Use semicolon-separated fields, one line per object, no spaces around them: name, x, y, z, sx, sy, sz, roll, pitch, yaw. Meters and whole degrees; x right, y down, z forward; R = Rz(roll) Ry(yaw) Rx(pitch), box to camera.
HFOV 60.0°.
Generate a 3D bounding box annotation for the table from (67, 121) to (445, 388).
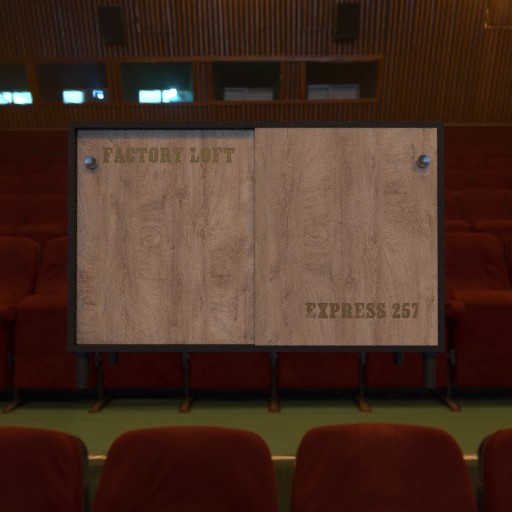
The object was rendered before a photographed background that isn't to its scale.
table;0.000;0.000;1.597;1.200;0.855;0.400;0;-1;0
